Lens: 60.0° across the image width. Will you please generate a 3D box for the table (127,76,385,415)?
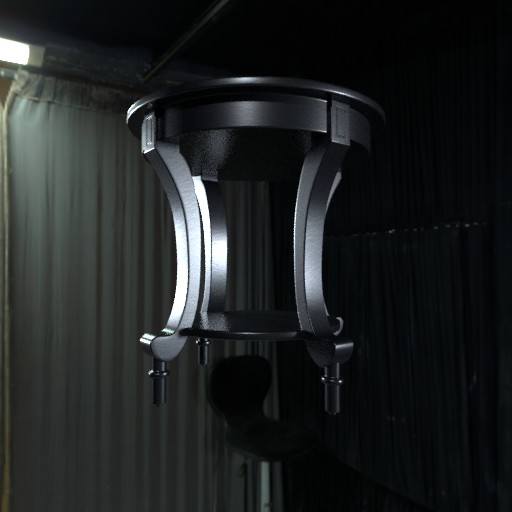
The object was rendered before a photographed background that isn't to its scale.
[{"bbox_3d":[0.000,0.000,1.062,0.597,0.618,0.597,0,-1,0],"label":"table"}]
